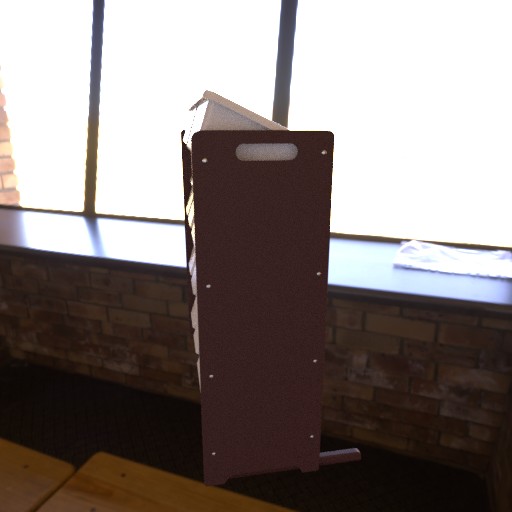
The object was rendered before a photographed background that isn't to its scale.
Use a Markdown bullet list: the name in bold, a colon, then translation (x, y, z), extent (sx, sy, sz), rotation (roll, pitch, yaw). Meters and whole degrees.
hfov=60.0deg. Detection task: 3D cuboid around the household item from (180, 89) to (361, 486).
- **household item**: translation (0.000, 0.000, 1.305), extent (0.389, 0.864, 0.787), rotation (-3, 16, -10)
